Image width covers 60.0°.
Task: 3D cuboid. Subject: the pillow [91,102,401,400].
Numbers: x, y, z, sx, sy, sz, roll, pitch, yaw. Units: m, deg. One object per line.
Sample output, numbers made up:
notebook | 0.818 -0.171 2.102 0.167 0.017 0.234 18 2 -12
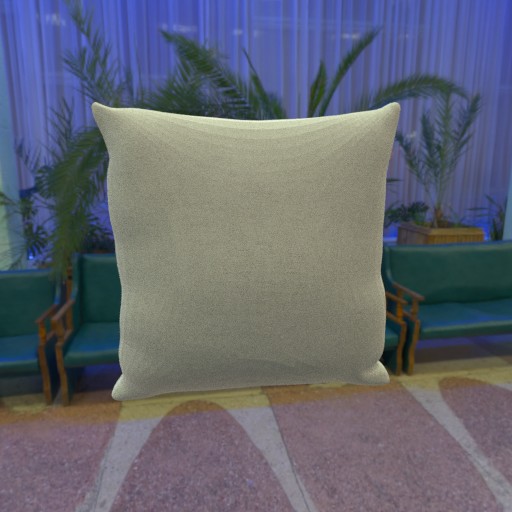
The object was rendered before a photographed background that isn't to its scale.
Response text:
pillow | 0.000 0.000 0.659 0.440 0.441 0.182 -2 13 -8
